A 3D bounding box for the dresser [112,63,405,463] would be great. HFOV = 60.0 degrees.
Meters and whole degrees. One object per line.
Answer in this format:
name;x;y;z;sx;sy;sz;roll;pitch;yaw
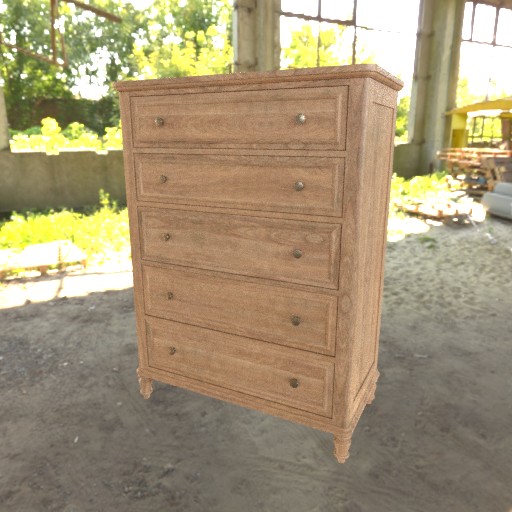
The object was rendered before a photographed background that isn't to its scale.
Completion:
dresser;0.000;0.000;1.792;0.973;1.318;0.484;8;17;26
